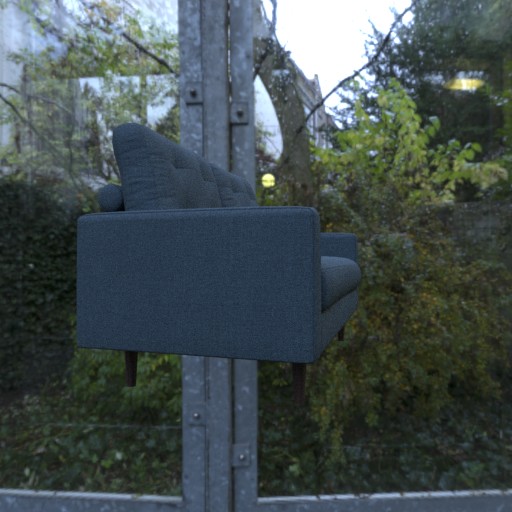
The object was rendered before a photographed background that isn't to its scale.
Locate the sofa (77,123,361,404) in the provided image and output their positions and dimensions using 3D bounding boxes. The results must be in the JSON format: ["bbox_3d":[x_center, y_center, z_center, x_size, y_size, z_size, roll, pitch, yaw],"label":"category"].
[{"bbox_3d":[0.000,0.000,1.977,0.842,0.907,1.407,0,-1,18],"label":"sofa"}]
